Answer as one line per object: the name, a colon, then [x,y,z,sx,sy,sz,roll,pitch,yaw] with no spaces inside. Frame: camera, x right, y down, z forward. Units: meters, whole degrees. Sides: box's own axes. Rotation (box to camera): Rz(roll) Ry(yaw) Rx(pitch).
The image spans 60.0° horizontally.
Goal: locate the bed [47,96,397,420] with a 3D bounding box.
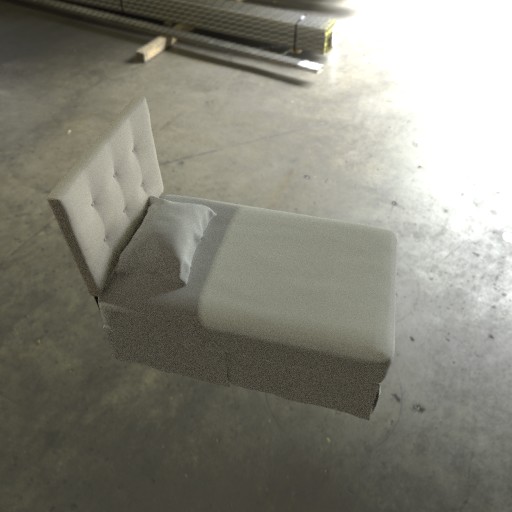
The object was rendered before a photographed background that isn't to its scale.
bed: [0.000,0.000,3.070,1.997,1.571,1.261,10,48,9]
